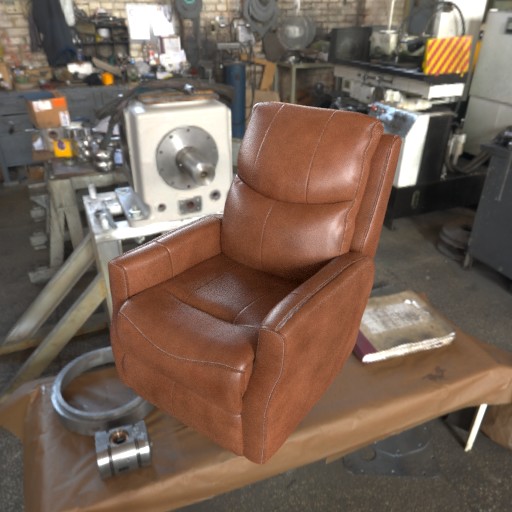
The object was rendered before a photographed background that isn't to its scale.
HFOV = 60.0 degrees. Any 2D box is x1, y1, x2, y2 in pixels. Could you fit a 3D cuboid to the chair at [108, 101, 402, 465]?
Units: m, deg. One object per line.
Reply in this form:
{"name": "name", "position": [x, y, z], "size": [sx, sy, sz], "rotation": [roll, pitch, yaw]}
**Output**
{"name": "chair", "position": [0.000, 0.000, 1.749], "size": [0.821, 1.016, 1.072], "rotation": [18, 34, 29]}
